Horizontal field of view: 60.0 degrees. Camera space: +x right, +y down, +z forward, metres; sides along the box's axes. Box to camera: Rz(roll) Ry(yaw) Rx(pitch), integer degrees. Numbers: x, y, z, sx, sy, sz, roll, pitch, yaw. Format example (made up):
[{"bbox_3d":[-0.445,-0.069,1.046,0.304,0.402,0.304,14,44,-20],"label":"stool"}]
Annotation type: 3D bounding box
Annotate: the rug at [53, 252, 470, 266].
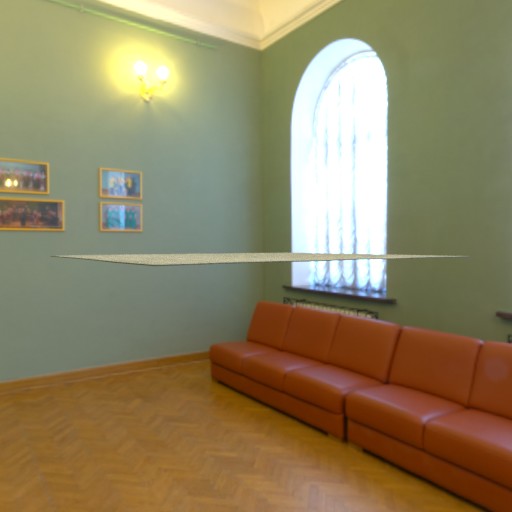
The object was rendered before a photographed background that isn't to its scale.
[{"bbox_3d":[0.000,0.000,4.079,3.048,0.013,2.438,-1,2,-36],"label":"rug"}]
